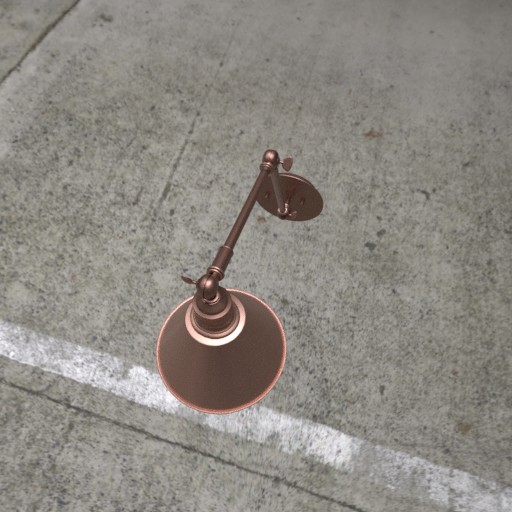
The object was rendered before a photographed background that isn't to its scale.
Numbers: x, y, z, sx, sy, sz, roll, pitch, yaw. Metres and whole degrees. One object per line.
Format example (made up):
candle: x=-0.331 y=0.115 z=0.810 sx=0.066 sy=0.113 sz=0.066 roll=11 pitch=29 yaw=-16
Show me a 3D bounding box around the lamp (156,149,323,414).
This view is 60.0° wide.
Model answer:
lamp: x=0.000 y=0.000 z=0.874 sx=0.223 sy=0.502 sz=0.624 roll=15 pitch=60 yaw=9
